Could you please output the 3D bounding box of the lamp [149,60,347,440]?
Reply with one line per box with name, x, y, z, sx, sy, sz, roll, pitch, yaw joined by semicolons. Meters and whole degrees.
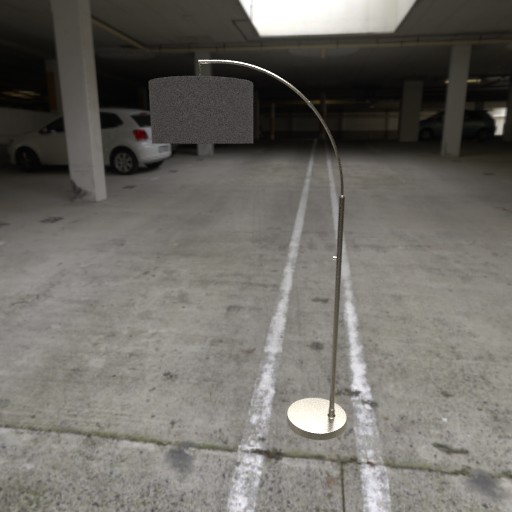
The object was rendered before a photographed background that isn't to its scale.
lamp;0.000;0.000;2.107;0.934;1.735;0.452;2;15;7
